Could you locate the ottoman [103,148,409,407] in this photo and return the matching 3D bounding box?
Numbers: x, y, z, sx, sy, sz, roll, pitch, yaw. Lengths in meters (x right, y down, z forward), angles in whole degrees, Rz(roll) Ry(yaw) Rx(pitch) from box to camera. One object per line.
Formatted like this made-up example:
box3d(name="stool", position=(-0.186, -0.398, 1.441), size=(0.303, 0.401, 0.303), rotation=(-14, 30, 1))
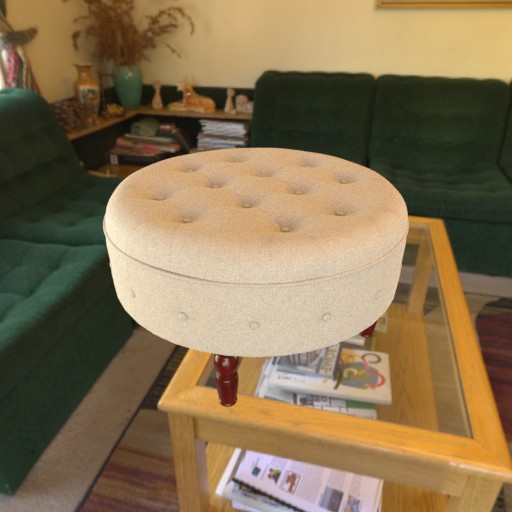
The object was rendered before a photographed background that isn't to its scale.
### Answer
box3d(name="ottoman", position=(0.000, 0.000, 1.364), size=(0.849, 0.478, 0.849), rotation=(0, 29, 0))
